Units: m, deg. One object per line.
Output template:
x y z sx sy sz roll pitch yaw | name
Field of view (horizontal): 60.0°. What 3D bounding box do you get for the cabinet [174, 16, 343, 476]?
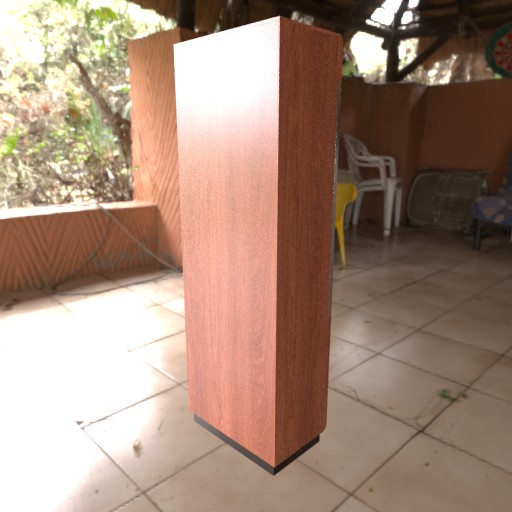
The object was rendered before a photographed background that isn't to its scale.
0.000 0.000 2.213 0.660 1.980 0.420 13 19 43 | cabinet
